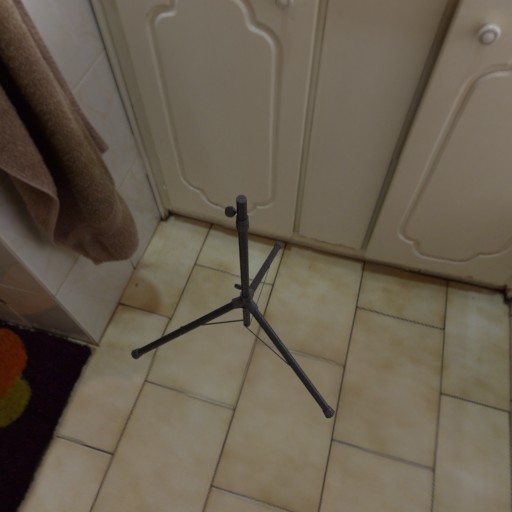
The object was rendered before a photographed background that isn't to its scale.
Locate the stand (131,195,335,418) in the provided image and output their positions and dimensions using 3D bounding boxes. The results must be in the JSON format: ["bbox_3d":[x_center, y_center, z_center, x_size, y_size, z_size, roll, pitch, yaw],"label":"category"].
[{"bbox_3d":[0.000,0.000,1.920,1.045,1.136,0.907,16,59,10],"label":"stand"}]
